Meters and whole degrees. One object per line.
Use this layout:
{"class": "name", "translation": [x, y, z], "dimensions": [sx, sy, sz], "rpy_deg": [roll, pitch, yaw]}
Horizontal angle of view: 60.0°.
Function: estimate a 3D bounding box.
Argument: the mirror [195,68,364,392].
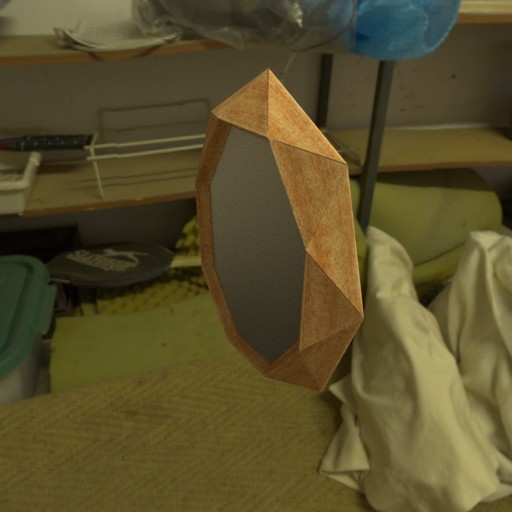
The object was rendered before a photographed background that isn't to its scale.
{"class": "mirror", "translation": [0.000, 0.000, 0.987], "dimensions": [0.070, 0.774, 0.577], "rpy_deg": [-22, 38, -30]}
